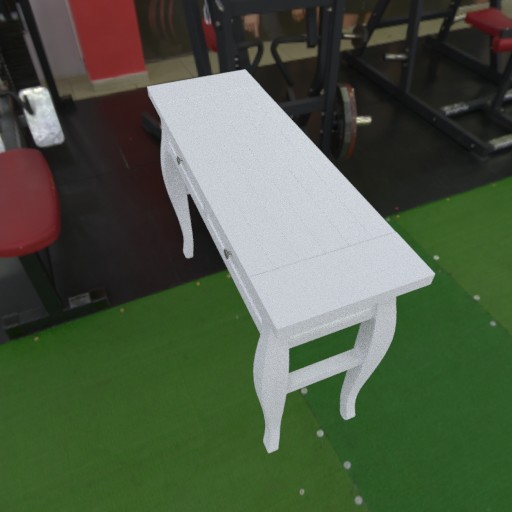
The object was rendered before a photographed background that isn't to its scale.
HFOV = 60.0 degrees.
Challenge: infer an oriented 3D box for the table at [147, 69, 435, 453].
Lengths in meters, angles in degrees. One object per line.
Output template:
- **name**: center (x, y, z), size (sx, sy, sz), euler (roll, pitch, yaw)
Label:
- **table**: center (0.000, 0.000, 1.477), size (0.373, 0.768, 1.062), euler (-17, 48, -15)
